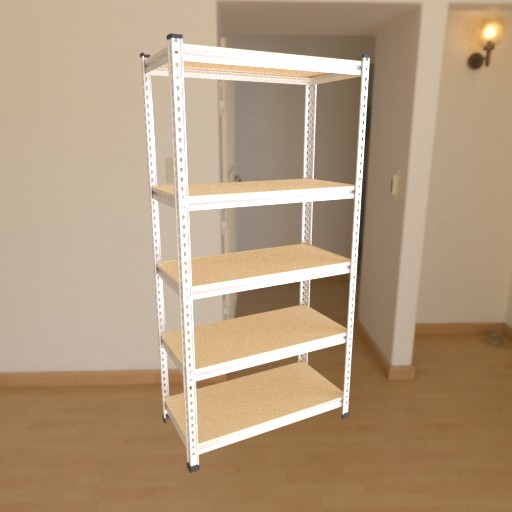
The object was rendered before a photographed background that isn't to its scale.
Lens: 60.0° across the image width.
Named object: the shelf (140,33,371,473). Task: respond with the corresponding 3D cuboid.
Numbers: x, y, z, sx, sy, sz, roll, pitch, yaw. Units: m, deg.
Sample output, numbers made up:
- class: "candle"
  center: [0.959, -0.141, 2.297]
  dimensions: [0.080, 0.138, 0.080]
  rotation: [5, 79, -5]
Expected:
- class: "shelf"
  center: [0.000, 0.000, 2.181]
  dimensions: [0.914, 1.829, 0.457]
  rotation: [-8, 17, -26]
